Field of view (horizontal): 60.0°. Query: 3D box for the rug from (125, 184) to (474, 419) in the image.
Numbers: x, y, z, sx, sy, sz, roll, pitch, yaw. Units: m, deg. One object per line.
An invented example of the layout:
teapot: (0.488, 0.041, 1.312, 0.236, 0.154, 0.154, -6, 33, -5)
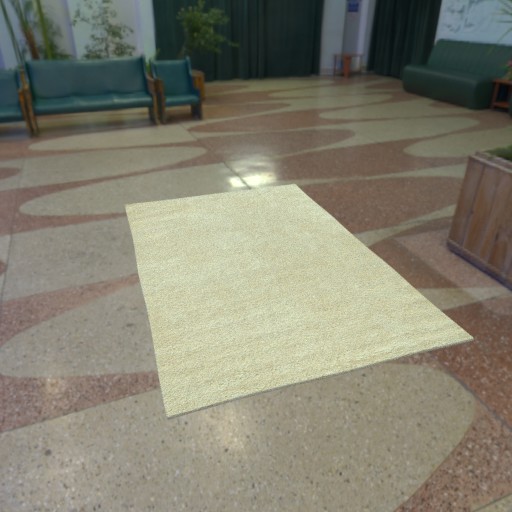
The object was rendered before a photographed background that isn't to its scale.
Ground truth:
rug: (0.000, 0.000, 3.471, 1.800, 0.025, 2.699, -9, 31, -16)
